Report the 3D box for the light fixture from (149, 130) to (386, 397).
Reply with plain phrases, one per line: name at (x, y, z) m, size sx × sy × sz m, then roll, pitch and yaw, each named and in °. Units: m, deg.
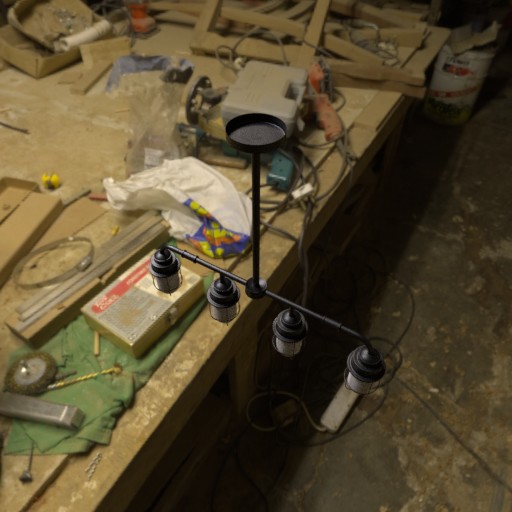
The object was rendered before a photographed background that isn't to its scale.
light fixture at (0.000, 0.000, 1.228) m, size 0.852 × 0.785 × 0.131 m, roll 24°, pitch 51°, yaw 21°
